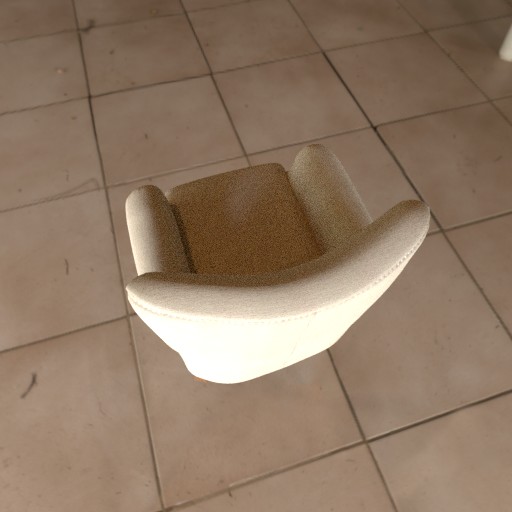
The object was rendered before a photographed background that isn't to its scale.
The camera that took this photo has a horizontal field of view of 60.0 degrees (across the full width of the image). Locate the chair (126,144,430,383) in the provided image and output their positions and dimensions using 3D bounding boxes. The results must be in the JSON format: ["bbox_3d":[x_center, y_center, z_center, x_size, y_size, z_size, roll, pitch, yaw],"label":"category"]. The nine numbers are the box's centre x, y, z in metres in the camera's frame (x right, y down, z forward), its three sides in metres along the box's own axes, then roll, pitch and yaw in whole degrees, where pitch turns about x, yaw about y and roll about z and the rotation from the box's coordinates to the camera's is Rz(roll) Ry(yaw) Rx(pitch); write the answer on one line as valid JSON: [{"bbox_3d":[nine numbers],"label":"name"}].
[{"bbox_3d":[0.000,0.000,1.666,0.861,0.936,0.921,-16,59,-10],"label":"chair"}]
